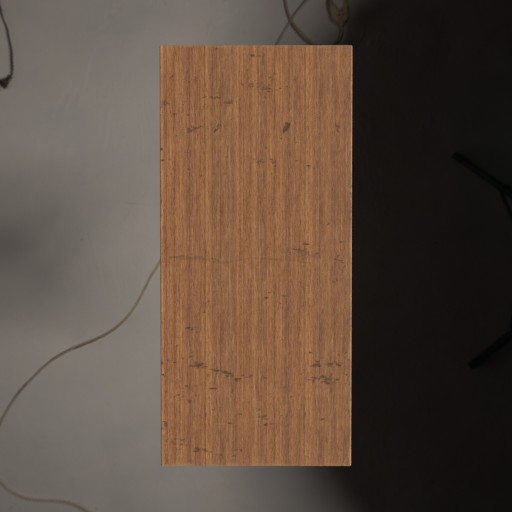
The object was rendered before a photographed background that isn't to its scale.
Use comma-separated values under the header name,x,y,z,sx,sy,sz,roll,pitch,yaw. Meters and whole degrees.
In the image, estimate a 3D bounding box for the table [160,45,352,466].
name,x,y,z,sx,sy,sz,roll,pitch,yaw
table,0.000,0.000,2.692,1.000,0.757,2.200,0,91,0
